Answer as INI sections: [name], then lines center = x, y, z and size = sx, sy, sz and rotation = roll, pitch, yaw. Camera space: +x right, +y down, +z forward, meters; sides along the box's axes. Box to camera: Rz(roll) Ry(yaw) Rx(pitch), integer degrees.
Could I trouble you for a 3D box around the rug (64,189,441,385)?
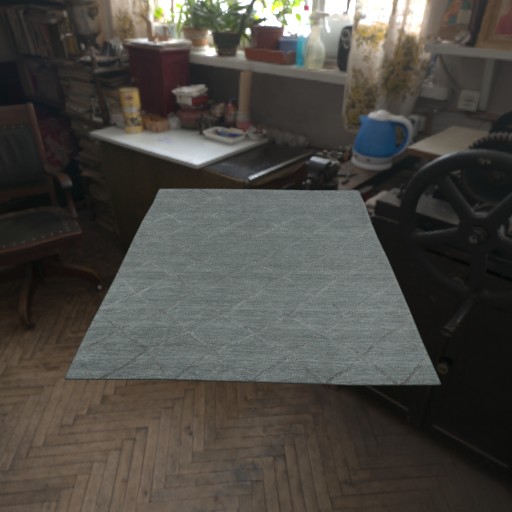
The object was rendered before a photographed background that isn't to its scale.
[rug]
center = 0.000, 0.000, 4.113
size = 2.438, 0.013, 3.048
rotation = 1, 32, 1
